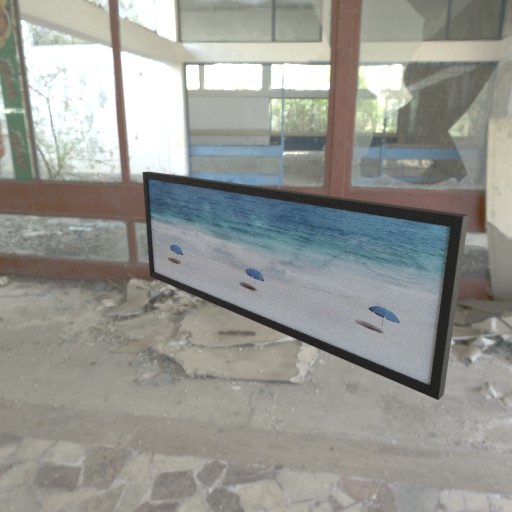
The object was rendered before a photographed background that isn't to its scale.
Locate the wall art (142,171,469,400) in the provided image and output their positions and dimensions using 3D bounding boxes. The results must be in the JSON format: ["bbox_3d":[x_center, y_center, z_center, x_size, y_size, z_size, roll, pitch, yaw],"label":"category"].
[{"bbox_3d":[0.000,0.000,1.783,1.572,0.554,0.041,16,23,43],"label":"wall art"}]
